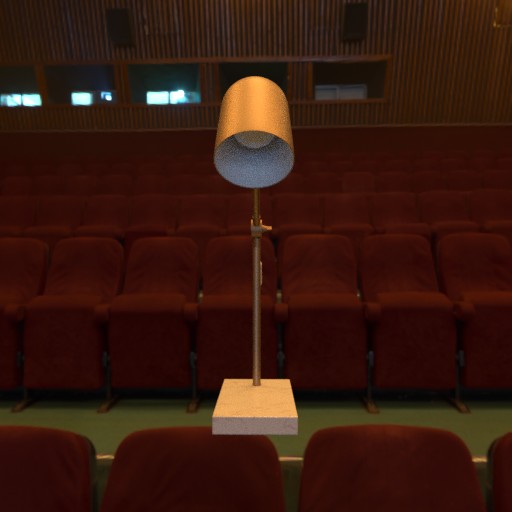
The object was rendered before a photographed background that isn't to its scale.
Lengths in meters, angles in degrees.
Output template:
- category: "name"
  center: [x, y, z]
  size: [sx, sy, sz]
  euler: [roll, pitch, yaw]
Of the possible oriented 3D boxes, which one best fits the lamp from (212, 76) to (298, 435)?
- category: "lamp"
  center: [0.000, 0.000, 0.852]
  size: [0.144, 0.603, 0.471]
  euler: [0, -1, 1]
